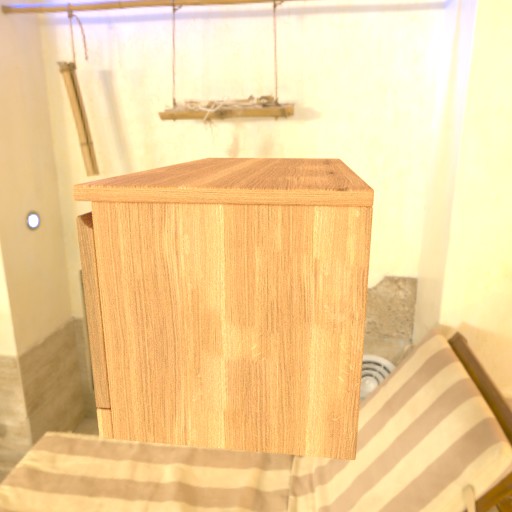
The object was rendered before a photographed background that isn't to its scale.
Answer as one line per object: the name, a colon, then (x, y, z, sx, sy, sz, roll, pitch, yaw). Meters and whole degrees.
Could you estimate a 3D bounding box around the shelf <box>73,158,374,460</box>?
shelf: (0.000, 0.000, 1.011, 0.400, 0.400, 0.800, 2, 15, 7)
